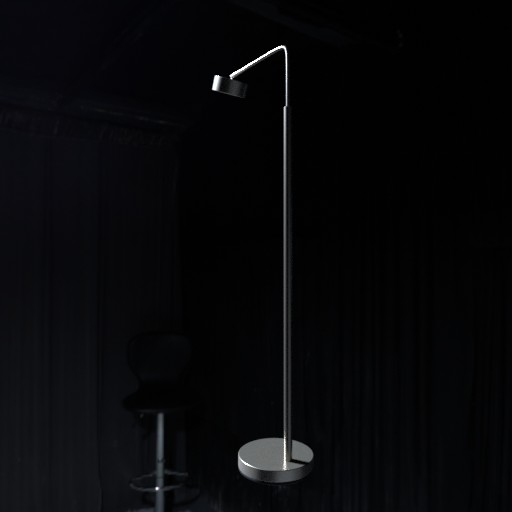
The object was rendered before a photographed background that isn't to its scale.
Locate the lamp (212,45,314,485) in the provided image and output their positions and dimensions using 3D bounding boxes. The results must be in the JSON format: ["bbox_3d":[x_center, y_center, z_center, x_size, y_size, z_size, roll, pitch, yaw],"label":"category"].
[{"bbox_3d":[0.000,0.000,1.400,0.222,1.250,0.421,0,-1,-36],"label":"lamp"}]
